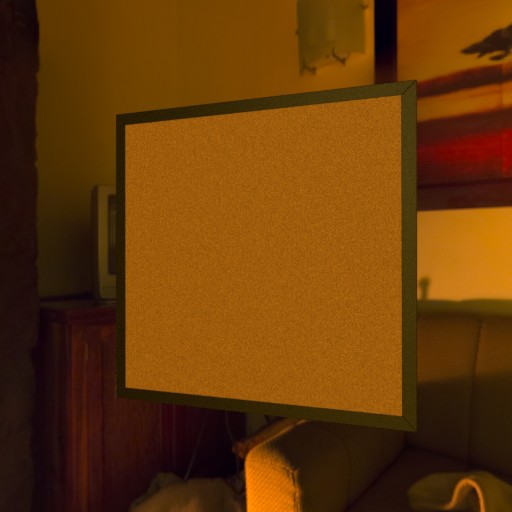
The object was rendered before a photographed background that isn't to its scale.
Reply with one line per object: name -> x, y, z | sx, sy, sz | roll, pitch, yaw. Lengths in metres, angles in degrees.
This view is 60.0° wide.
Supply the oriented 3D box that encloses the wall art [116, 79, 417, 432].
wall art -> 0.000, 0.000, 0.446 | 0.304, 0.304, 0.038 | 0, 0, 18
